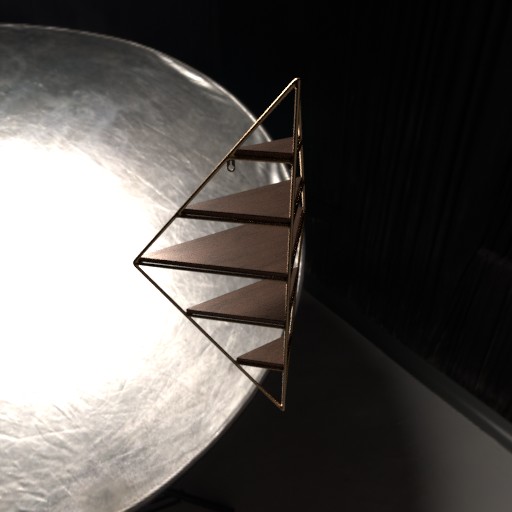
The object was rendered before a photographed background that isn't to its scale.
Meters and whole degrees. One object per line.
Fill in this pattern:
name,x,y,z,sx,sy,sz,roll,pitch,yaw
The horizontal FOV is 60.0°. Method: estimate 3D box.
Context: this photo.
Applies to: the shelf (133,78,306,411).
shelf,0.000,0.000,1.160,0.564,0.913,0.294,-19,36,-28
